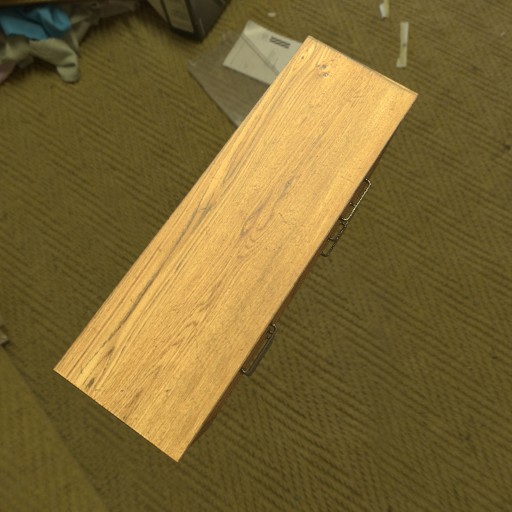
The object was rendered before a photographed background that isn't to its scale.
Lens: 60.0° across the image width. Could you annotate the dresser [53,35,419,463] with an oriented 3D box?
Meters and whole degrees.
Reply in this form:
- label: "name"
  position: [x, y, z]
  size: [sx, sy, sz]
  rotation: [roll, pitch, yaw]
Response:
- label: "dresser"
  position: [0.000, 0.000, 2.098]
  size: [0.563, 0.932, 1.657]
  rotation: [33, 77, 9]
